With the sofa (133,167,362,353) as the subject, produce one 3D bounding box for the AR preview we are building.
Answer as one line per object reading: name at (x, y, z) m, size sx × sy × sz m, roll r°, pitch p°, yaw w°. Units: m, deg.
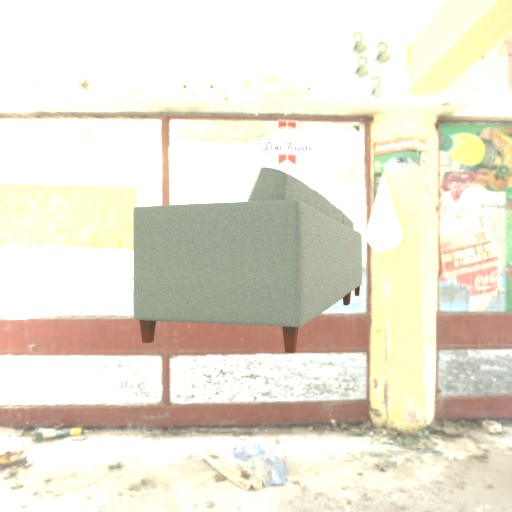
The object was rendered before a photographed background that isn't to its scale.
sofa at (0.000, 0.000, 3.992) m, size 1.600 × 0.953 × 3.470 m, roll 0°, pitch 0°, yaw 18°
